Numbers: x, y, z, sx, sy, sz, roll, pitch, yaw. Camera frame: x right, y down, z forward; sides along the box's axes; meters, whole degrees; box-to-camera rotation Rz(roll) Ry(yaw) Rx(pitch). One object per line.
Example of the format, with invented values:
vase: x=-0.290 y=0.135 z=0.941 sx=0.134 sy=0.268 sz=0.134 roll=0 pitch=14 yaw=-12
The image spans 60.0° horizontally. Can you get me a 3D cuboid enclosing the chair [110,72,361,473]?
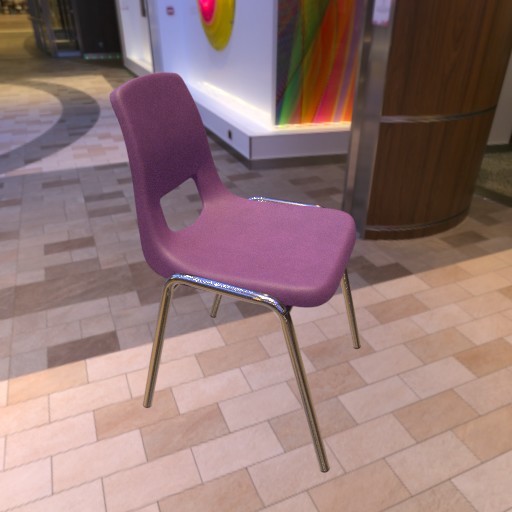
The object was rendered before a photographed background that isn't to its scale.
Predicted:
chair: x=0.000 y=0.000 z=0.883 sx=0.432 sy=0.654 sz=0.381 roll=11 pitch=32 yaw=18
